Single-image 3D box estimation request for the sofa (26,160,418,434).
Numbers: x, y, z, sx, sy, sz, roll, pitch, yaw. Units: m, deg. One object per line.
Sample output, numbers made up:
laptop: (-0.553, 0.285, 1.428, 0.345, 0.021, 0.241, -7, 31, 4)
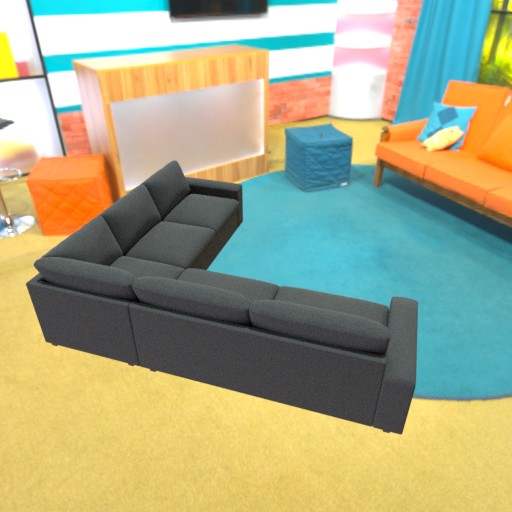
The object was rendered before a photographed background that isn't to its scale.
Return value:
sofa: (0.000, 0.000, 4.728, 3.277, 0.965, 2.895, 10, 34, 15)
